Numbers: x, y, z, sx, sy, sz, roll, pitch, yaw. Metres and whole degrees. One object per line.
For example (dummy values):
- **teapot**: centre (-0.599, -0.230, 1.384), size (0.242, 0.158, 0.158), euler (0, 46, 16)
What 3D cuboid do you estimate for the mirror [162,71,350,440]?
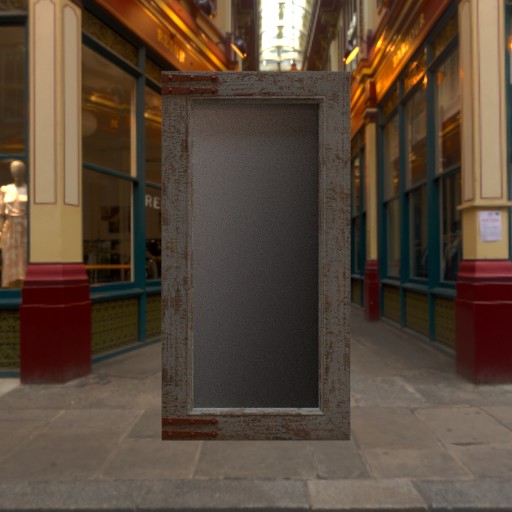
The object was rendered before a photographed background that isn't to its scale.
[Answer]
- **mirror**: centre (0.000, 0.000, 1.116), size (0.472, 0.922, 0.027), euler (0, 0, 0)
